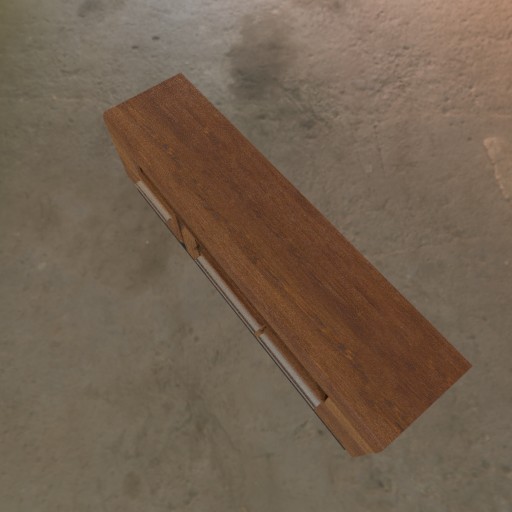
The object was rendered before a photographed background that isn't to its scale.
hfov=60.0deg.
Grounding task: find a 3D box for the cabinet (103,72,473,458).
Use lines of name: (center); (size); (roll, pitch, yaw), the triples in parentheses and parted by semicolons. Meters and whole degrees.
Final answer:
cabinet: (0.000, 0.000, 1.797); (0.419, 0.510, 1.600); (-35, 68, -16)
